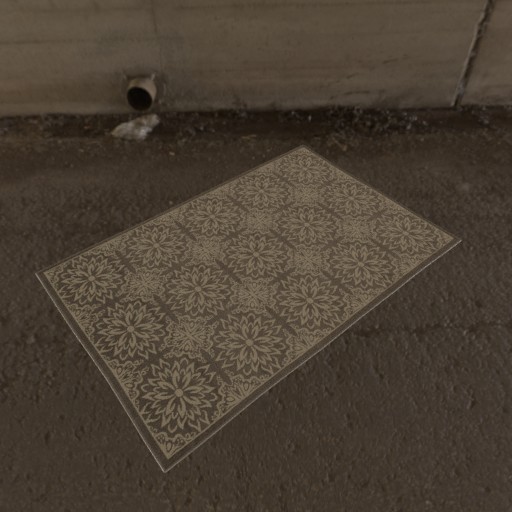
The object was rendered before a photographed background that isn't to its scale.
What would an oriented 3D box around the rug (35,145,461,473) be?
[{"bbox_3d":[0.000,0.000,3.406,2.746,0.018,1.819,-31,53,-26],"label":"rug"}]
